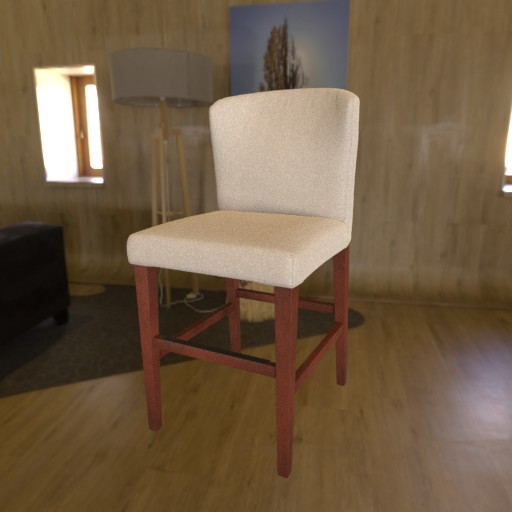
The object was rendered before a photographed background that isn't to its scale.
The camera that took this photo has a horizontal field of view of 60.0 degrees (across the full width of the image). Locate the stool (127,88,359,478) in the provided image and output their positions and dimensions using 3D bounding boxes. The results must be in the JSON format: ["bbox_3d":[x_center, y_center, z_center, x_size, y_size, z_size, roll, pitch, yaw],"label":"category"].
[{"bbox_3d":[0.000,0.000,1.290,0.479,0.968,0.568,7,16,26],"label":"stool"}]
